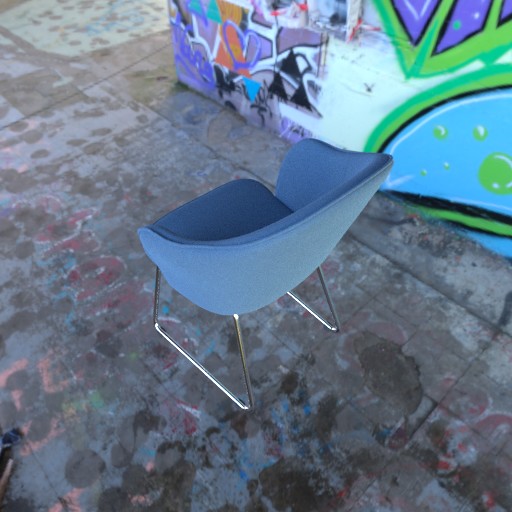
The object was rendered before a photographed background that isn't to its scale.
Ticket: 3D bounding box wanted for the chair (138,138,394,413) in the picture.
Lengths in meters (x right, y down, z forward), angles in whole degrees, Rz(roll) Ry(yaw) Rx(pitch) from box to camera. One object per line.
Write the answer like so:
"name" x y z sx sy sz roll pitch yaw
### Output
"chair" 0.000 0.000 1.266 0.570 0.815 0.585 -34 55 -29
